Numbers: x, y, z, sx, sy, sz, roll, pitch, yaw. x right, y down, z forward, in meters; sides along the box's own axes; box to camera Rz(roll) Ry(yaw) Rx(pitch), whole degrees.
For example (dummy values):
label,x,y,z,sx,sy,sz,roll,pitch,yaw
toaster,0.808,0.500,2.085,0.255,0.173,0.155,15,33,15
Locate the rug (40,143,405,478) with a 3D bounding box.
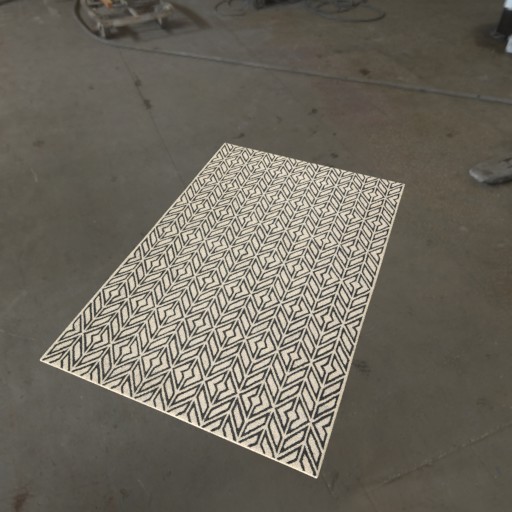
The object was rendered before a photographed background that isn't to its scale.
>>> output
label,x,y,z,sx,sy,sz,roll,pitch,yaw
rug,0.000,0.000,2.293,1.220,0.007,1.828,17,48,15
